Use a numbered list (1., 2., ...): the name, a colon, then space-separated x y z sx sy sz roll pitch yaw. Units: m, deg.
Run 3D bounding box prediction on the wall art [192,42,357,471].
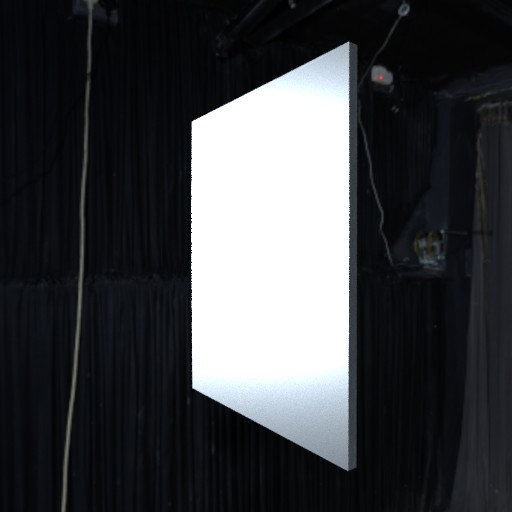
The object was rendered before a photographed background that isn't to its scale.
1. wall art: 0.000 0.000 1.421 0.030 1.046 0.816 0 1 -36
